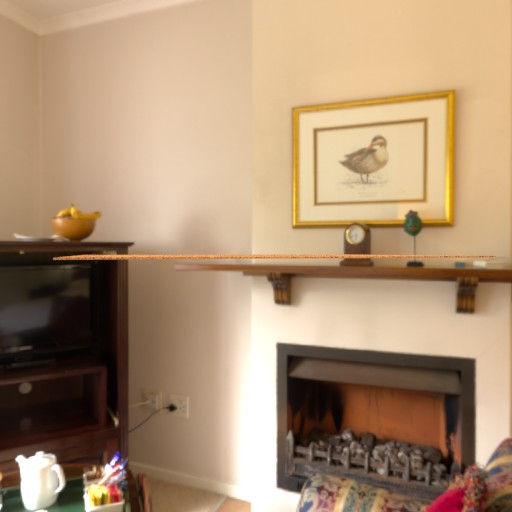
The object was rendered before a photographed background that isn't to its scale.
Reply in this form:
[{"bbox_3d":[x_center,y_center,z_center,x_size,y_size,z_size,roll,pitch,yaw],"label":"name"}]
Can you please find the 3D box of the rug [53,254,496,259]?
[{"bbox_3d":[0.000,0.000,4.175,3.200,0.012,2.438,0,1,-17],"label":"rug"}]
